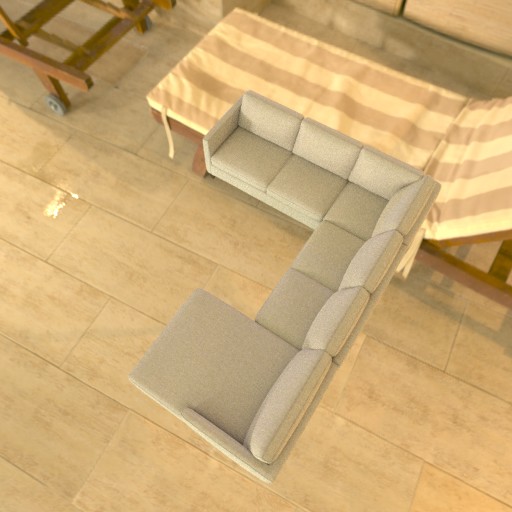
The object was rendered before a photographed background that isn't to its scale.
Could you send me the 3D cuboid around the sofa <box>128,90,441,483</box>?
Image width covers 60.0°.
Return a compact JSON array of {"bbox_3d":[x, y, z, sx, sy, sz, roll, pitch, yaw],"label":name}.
[{"bbox_3d":[0.000,0.000,4.564,2.551,0.889,3.403,30,66,15],"label":"sofa"}]
